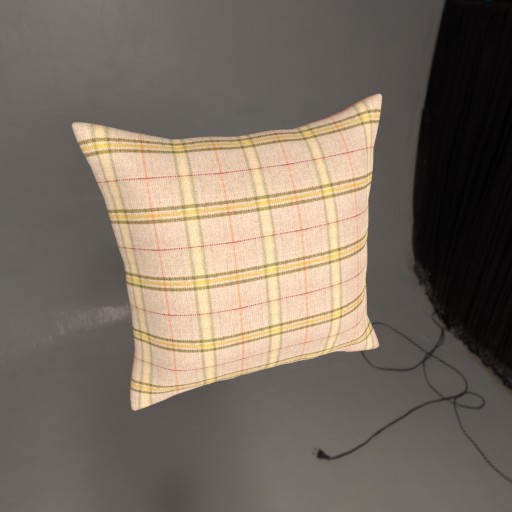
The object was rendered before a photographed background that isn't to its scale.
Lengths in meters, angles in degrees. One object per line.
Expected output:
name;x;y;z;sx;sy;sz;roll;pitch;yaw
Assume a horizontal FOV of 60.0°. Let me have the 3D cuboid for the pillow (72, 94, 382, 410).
pillow;0.000;0.000;0.690;0.453;0.430;0.200;-11;34;-16
